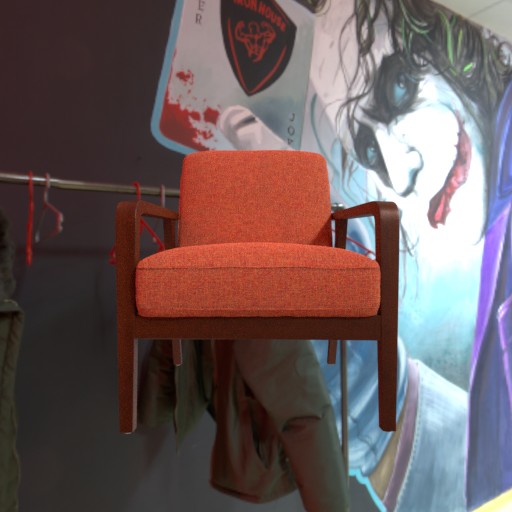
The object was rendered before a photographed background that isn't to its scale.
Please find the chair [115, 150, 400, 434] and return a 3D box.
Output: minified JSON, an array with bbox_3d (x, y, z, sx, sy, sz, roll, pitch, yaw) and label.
[{"bbox_3d":[0.000,0.000,1.503,0.719,0.890,0.860,0,-2,-1],"label":"chair"}]
